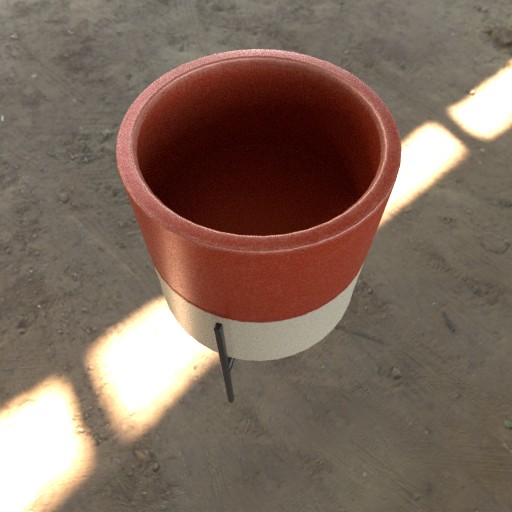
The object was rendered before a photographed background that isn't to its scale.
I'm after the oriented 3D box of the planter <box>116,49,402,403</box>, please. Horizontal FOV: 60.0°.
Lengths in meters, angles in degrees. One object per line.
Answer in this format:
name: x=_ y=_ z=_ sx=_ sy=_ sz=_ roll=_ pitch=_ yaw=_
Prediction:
planter: x=0.000 y=0.000 z=0.508 sx=0.235 sy=0.354 sz=0.251 roll=14 pitch=59 yaw=9
